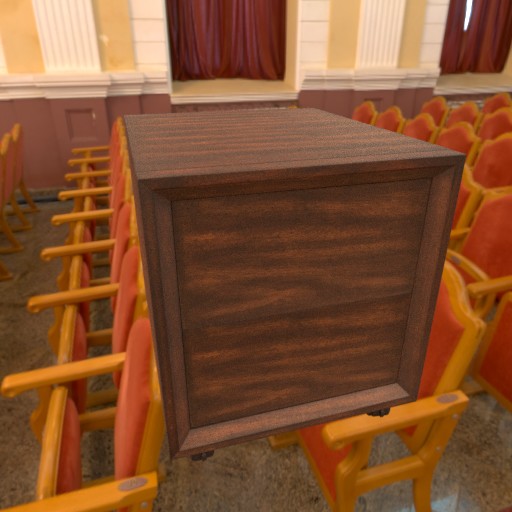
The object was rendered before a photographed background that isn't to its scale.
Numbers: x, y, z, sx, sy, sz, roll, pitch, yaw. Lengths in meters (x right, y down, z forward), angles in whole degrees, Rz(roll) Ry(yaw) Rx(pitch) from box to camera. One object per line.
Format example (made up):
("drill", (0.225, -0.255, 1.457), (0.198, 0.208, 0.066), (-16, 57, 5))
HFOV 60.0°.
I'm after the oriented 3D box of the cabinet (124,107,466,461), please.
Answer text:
("cabinet", (0.000, 0.000, 0.817), (0.402, 0.455, 0.500), (-7, 26, -15))
